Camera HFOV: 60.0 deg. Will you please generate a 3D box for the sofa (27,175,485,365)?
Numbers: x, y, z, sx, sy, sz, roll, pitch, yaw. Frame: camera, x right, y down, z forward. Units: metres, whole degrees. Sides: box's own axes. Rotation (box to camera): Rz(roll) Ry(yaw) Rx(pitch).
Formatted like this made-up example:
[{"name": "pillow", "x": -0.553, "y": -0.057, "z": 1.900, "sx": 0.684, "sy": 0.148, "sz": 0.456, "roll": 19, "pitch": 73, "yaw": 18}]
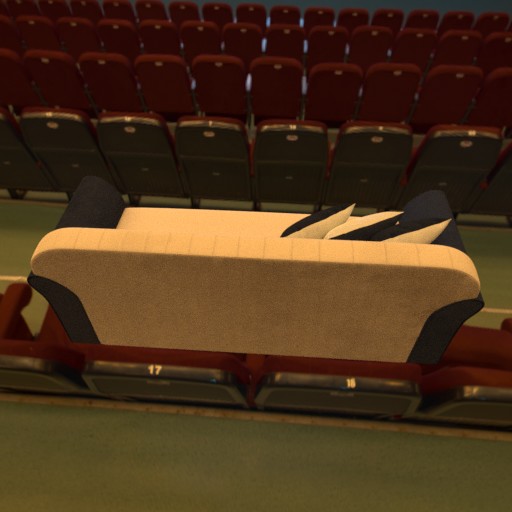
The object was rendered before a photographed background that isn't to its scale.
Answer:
[{"name": "sofa", "x": 0.000, "y": 0.000, "z": 2.305, "sx": 2.006, "sy": 0.789, "sz": 0.749, "roll": 3, "pitch": 46, "yaw": 3}]
